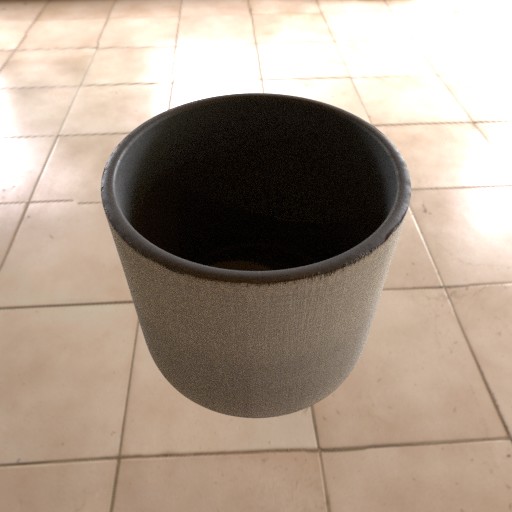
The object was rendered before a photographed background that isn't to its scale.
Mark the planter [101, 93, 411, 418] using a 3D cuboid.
[{"bbox_3d":[0.000,0.000,0.444,0.254,0.221,0.254,0,47,0],"label":"planter"}]
